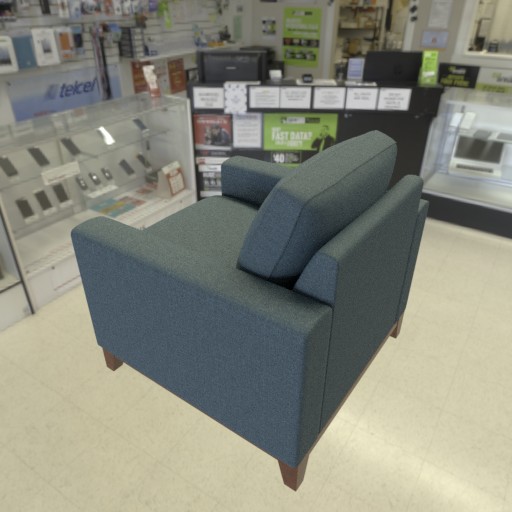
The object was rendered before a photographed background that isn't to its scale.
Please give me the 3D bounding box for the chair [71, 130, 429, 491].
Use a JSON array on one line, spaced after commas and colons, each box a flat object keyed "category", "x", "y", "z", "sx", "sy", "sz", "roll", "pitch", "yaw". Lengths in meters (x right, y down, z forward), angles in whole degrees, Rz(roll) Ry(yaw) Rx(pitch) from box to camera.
[{"category": "chair", "x": 0.000, "y": 0.000, "z": 1.828, "sx": 1.038, "sy": 1.010, "sz": 1.024, "roll": 20, "pitch": 37, "yaw": 30}]
